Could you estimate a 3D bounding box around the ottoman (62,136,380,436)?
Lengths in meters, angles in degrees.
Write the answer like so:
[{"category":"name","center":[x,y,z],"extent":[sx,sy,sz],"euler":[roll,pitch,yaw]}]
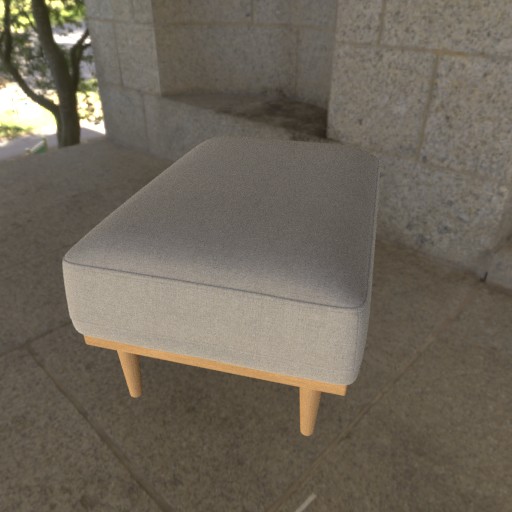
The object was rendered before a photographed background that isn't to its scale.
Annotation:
[{"category":"ottoman","center":[0.000,0.000,1.091],"extent":[0.549,0.428,0.749],"euler":[8,32,13]}]
